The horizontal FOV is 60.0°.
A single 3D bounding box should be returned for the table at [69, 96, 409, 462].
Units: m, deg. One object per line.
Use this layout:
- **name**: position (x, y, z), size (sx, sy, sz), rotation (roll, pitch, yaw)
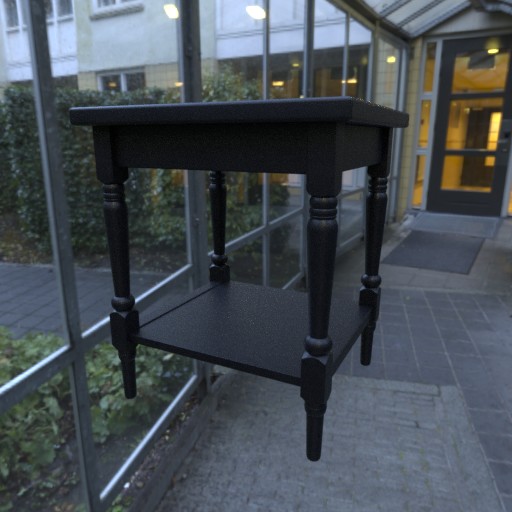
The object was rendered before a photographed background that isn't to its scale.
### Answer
- **table**: position (0.000, 0.000, 0.905), size (0.488, 0.565, 0.442), rotation (7, 17, 26)
